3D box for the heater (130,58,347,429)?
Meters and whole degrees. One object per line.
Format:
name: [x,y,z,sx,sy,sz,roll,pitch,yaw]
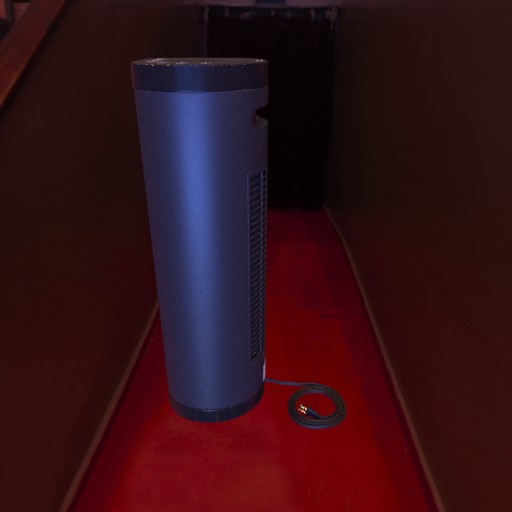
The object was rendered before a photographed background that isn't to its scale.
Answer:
heater: [0.000,0.000,0.683,0.312,0.552,0.174,0,27,0]
